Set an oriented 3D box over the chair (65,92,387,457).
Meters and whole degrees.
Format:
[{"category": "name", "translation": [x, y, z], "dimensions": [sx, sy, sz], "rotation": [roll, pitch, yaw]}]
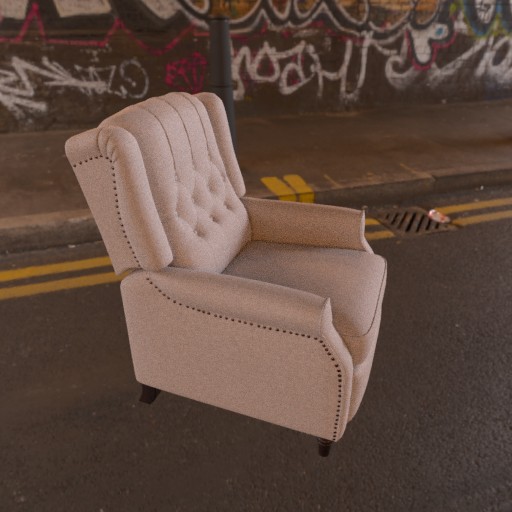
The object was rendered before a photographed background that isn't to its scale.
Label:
[{"category": "chair", "translation": [0.000, 0.000, 1.569], "dimensions": [0.902, 1.035, 0.742], "rotation": [10, 31, 18]}]
